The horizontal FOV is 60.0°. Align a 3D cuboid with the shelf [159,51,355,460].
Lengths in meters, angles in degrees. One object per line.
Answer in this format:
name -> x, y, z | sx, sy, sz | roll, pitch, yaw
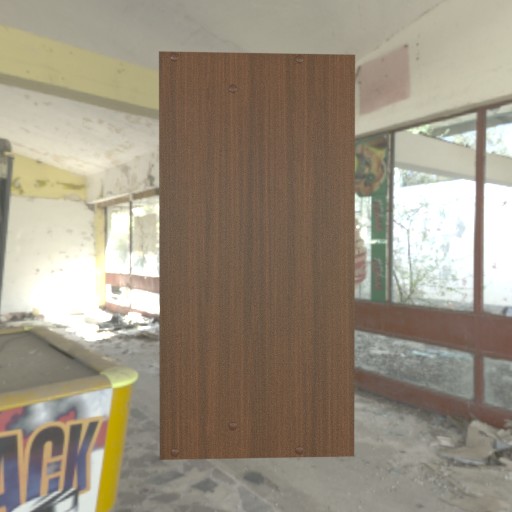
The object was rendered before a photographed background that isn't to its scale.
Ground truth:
shelf -> 0.000, 0.000, 0.728 | 0.290, 0.600, 0.147 | 0, 1, -2
